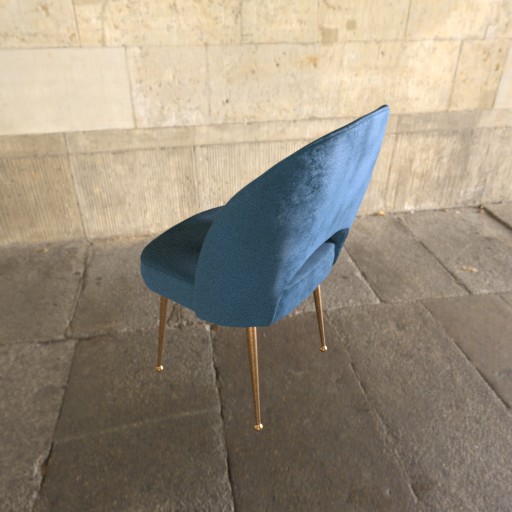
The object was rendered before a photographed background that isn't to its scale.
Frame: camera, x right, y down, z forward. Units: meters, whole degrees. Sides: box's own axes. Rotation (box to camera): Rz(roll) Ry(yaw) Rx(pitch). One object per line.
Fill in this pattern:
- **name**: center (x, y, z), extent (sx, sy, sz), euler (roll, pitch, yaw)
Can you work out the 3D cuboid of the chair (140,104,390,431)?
- **chair**: center (0.000, 0.000, 1.240), extent (0.577, 0.860, 0.527), euler (20, 36, 30)
